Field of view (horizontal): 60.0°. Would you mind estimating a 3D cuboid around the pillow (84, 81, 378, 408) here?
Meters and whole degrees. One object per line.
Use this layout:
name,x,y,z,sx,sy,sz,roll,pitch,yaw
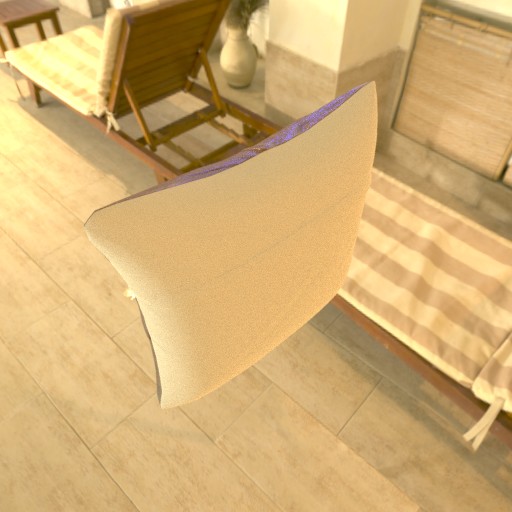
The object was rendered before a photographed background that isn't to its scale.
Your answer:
pillow,0.000,0.000,0.730,0.484,0.470,0.192,-33,55,-27
